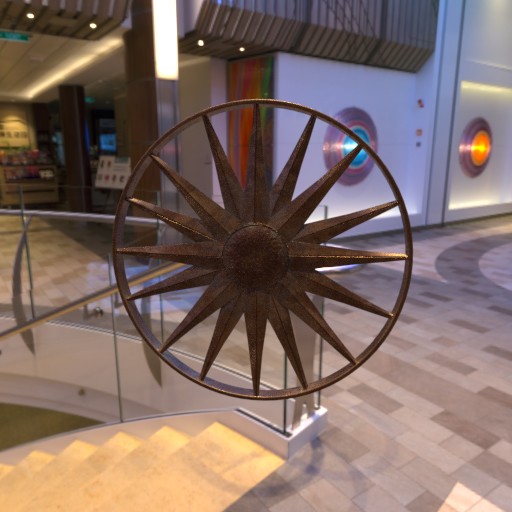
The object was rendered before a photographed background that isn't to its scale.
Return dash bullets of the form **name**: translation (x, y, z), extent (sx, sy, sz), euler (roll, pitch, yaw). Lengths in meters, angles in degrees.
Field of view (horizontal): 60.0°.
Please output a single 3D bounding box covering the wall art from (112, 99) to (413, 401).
- **wall art**: translation (0.000, 0.000, 0.865), extent (0.582, 0.583, 0.084), euler (2, 13, 9)
